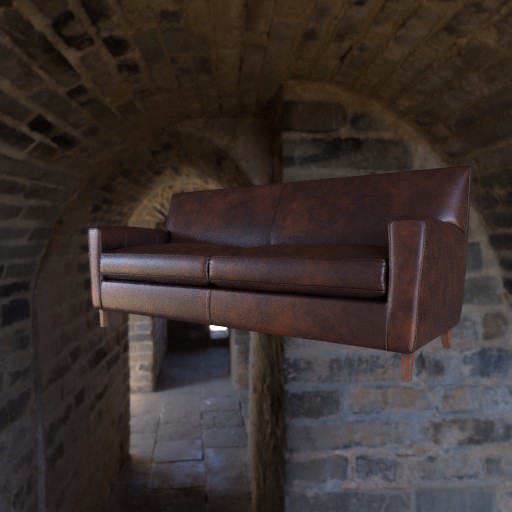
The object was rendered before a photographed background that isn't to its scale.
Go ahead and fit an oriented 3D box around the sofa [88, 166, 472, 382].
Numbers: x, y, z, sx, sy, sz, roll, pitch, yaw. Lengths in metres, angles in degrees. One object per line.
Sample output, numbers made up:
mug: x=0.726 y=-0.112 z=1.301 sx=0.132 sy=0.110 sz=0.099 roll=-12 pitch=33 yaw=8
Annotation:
sofa: x=0.000 y=0.000 z=2.396 sx=1.995 sy=0.871 sz=0.786 roll=1 pitch=2 yaw=36
